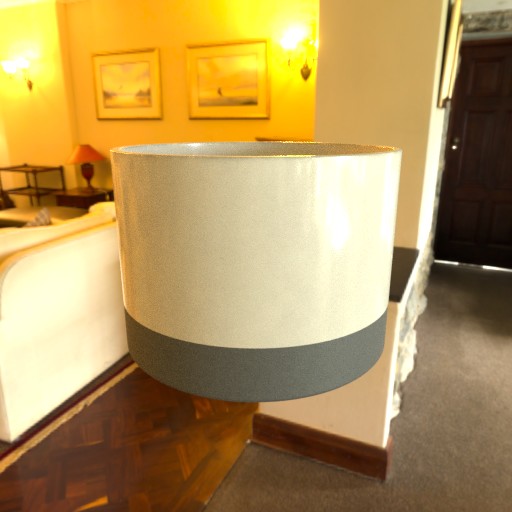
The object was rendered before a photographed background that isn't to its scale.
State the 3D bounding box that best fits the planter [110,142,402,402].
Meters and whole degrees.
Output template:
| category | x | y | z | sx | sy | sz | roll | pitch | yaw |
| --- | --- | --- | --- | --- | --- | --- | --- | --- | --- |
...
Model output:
| category | x | y | z | sx | sy | sz | roll | pitch | yaw |
| --- | --- | --- | --- | --- | --- | --- | --- | --- | --- |
| planter | 0.000 | 0.000 | 0.219 | 0.128 | 0.105 | 0.128 | 0 | 17 | 0 |
